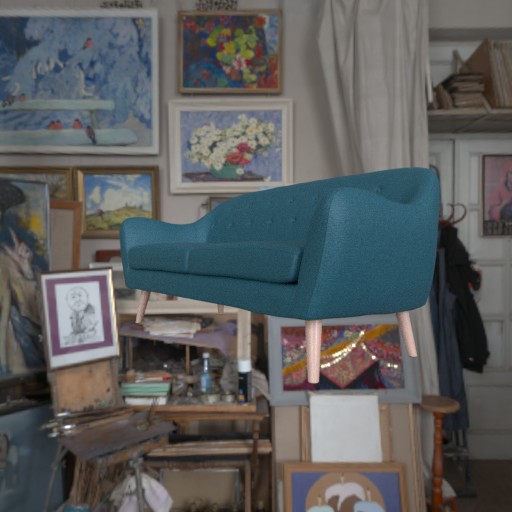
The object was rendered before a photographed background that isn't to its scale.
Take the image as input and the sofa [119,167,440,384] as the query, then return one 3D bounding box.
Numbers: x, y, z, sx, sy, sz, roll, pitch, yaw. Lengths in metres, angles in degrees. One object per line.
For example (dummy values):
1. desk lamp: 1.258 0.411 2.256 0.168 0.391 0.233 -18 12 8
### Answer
1. sofa: 0.000 0.000 2.310 0.820 0.836 1.840 -1 1 -37
